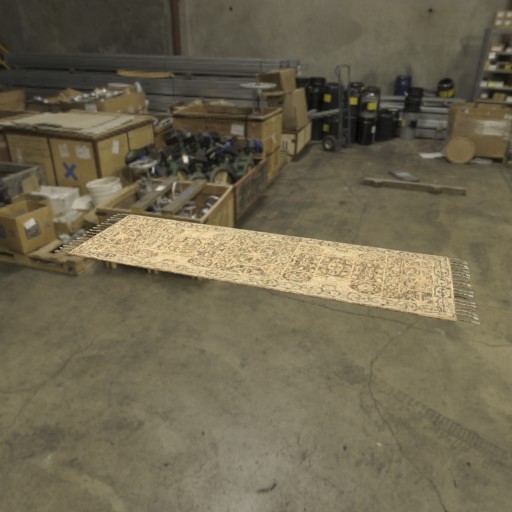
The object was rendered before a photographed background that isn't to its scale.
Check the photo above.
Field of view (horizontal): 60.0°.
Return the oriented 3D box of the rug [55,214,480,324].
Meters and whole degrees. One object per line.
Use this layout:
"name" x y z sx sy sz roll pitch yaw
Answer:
"rug" 0.000 0.000 2.957 2.664 0.011 0.762 9 28 17
